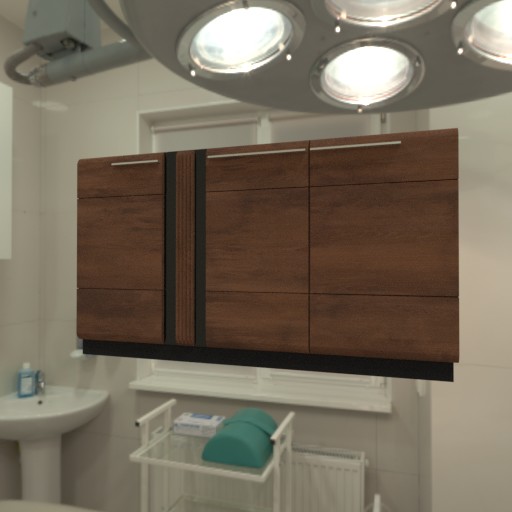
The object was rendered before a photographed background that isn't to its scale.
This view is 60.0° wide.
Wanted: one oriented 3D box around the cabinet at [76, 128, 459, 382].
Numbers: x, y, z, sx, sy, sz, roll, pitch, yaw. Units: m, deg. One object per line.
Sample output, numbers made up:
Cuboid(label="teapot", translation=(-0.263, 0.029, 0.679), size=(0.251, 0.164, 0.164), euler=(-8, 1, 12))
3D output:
Cuboid(label="cabinet", translation=(0.000, 0.000, 1.961), size=(1.600, 0.900, 0.420), euler=(0, -1, 18))
